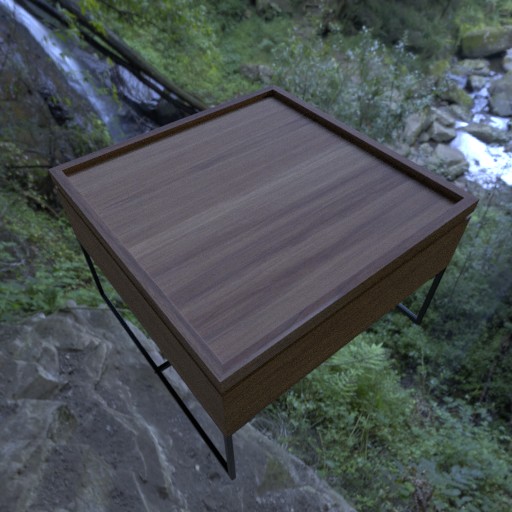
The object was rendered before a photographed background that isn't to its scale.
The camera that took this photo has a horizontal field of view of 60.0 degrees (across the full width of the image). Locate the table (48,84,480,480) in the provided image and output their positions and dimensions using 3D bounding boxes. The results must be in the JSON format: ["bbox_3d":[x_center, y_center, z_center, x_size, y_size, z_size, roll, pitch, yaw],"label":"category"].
[{"bbox_3d":[0.000,0.000,1.145,0.679,0.464,0.676,-30,54,-25],"label":"table"}]
